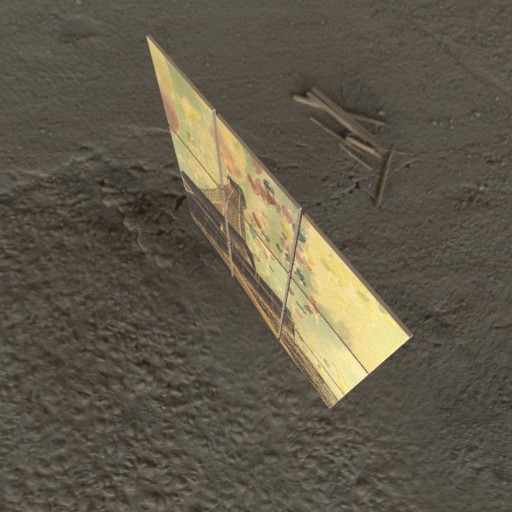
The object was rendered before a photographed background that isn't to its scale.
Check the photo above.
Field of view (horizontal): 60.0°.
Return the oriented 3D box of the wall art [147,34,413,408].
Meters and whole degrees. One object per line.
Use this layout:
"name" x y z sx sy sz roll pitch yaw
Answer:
"wall art" 0.000 0.000 1.764 0.013 1.218 1.219 -32 68 -15
